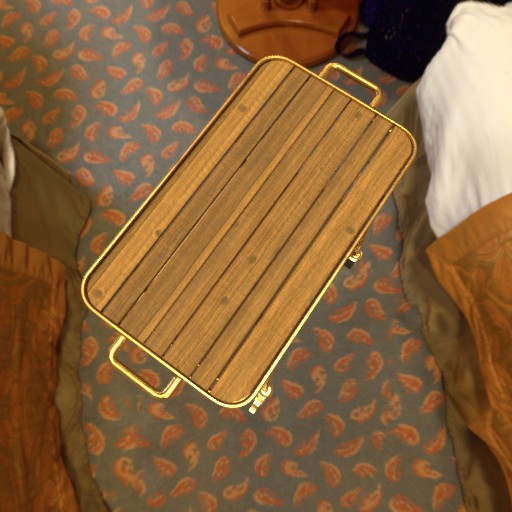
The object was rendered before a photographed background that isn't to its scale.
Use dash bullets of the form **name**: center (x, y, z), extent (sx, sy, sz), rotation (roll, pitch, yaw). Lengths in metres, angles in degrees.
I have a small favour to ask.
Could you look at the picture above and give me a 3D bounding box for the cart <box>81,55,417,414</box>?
- **cart**: center (0.000, 0.000, 1.242), extent (0.524, 0.700, 0.806), rotation (34, 78, 8)
